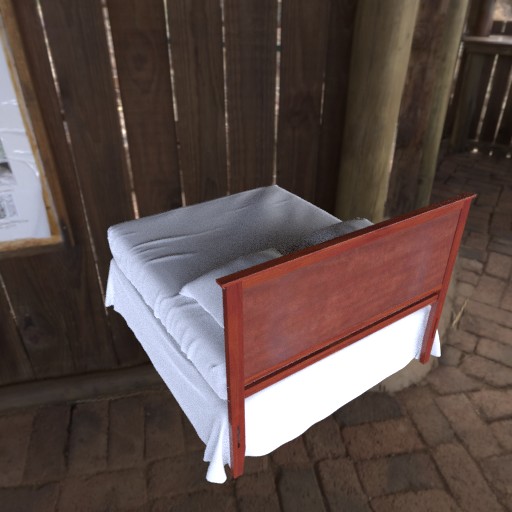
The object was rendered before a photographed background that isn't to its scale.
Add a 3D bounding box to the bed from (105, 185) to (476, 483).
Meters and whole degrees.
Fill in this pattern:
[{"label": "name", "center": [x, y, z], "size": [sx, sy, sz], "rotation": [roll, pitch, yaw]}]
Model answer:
[{"label": "bed", "center": [0.000, 0.000, 3.162], "size": [1.870, 1.270, 2.050], "rotation": [-18, 35, -28]}]
